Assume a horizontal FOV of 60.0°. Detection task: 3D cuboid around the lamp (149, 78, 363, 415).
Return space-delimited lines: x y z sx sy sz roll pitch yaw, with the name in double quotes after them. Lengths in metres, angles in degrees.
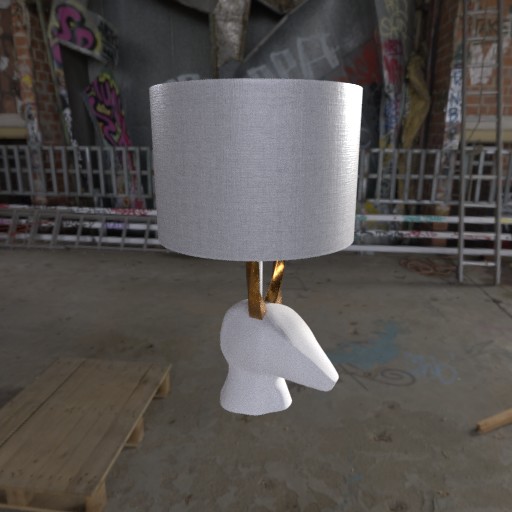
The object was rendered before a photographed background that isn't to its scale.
0.000 0.000 0.701 0.298 0.503 0.298 8 17 26 "lamp"
